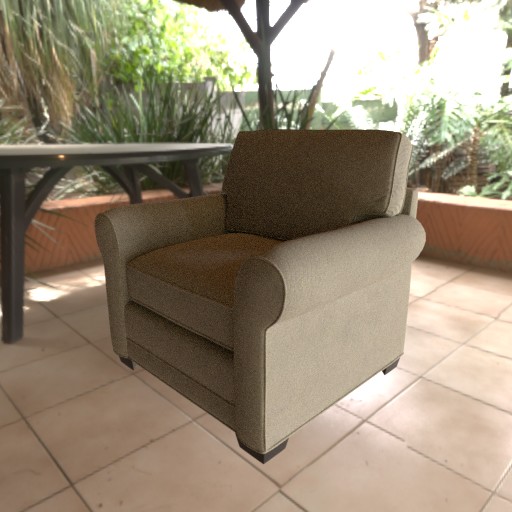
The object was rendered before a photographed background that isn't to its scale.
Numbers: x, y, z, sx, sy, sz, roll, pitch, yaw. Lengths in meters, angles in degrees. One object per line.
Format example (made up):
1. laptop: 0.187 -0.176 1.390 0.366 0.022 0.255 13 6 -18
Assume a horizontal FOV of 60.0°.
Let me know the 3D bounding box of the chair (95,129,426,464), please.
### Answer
1. chair: 0.000 0.000 1.896 0.939 1.044 1.147 -15 22 -43
